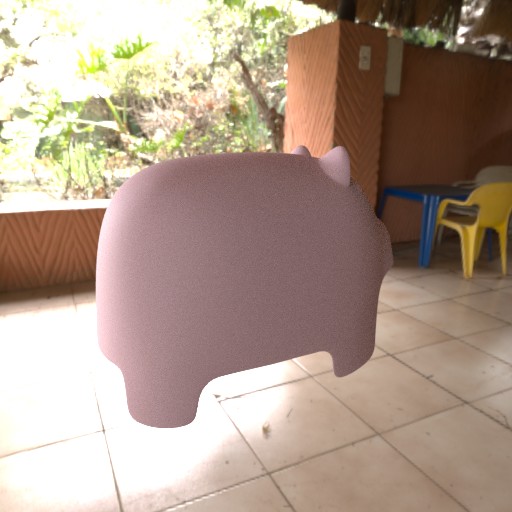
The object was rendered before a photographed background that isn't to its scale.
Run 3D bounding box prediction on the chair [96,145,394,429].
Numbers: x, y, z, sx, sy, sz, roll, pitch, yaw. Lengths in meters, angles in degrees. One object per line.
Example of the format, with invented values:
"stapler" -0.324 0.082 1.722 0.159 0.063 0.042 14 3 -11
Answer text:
"chair" 0.000 0.000 0.880 0.619 0.423 0.364 -7 16 -26
